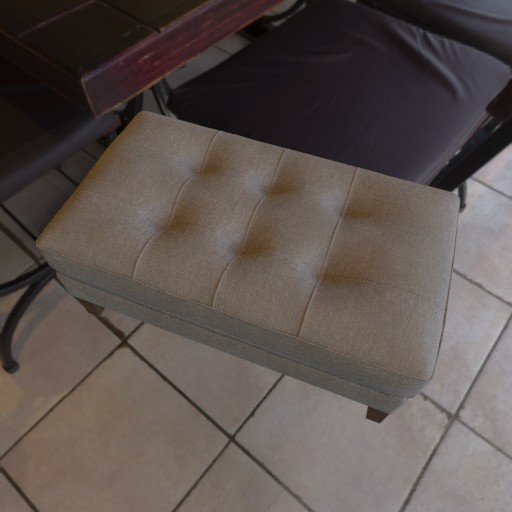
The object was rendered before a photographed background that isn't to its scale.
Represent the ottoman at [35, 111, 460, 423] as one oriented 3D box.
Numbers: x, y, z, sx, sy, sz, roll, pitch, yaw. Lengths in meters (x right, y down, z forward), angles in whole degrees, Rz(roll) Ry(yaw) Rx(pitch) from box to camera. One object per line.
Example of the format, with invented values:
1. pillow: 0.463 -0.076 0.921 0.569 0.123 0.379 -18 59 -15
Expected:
1. ottoman: 0.000 0.000 1.465 1.143 0.514 0.648 18 59 11
